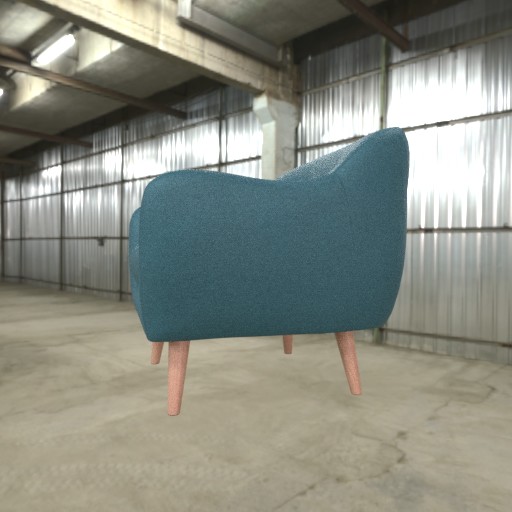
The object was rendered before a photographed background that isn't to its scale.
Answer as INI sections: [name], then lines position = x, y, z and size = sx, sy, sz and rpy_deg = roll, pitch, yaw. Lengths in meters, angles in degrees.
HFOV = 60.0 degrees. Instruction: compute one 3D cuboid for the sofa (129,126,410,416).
[sofa]
position = 0.000, 0.000, 1.510
size = 0.825, 0.817, 0.836
rpy_deg = 0, 1, -18
